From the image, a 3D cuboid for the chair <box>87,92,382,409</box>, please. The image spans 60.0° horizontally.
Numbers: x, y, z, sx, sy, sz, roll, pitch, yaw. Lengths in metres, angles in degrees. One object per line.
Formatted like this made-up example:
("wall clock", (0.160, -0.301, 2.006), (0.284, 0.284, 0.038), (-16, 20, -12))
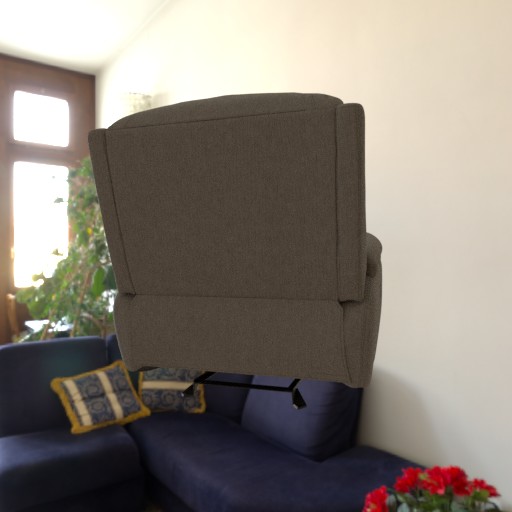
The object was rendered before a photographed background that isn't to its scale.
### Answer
("chair", (0.000, 0.000, 1.711), (0.930, 1.011, 0.899), (0, 0, 17))
